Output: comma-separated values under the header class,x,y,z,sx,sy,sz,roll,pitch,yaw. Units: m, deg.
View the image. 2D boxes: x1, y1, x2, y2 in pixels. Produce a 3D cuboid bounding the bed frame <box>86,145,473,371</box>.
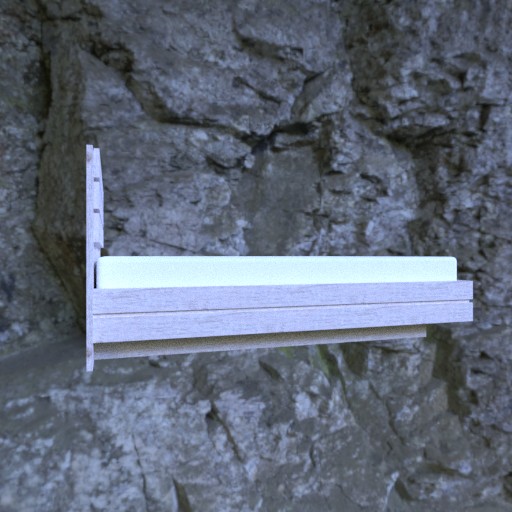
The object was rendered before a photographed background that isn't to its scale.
class,x,y,z,sx,sy,sz,roll,pitch,yaw
bed frame,0.000,0.000,3.019,2.080,0.970,1.750,0,0,-18
